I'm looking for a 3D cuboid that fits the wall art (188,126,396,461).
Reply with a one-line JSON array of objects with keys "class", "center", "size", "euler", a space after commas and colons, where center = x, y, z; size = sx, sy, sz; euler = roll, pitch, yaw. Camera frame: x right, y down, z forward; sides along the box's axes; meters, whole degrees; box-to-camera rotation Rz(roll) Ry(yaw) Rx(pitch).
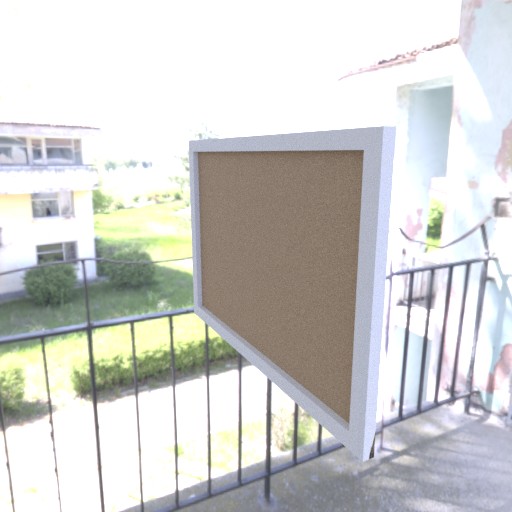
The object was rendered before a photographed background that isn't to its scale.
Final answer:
[{"class": "wall art", "center": [0.000, 0.000, 1.464], "size": [0.038, 0.767, 1.144], "euler": [-7, 15, -27]}]
